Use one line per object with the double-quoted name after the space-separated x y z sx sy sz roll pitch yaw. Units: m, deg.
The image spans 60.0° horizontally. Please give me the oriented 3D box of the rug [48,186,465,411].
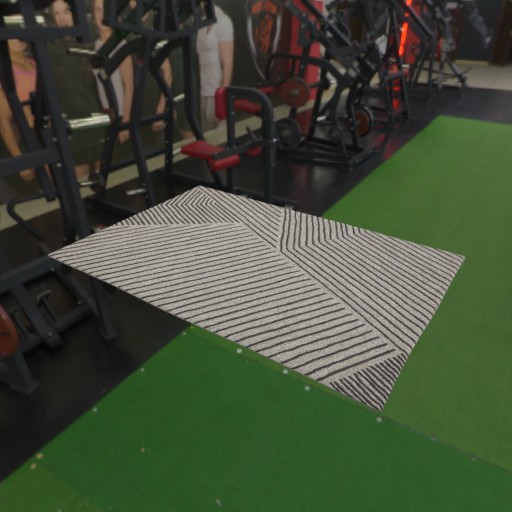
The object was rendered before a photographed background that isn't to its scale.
0.000 0.000 2.348 1.842 0.019 1.237 19 35 29 "rug"
